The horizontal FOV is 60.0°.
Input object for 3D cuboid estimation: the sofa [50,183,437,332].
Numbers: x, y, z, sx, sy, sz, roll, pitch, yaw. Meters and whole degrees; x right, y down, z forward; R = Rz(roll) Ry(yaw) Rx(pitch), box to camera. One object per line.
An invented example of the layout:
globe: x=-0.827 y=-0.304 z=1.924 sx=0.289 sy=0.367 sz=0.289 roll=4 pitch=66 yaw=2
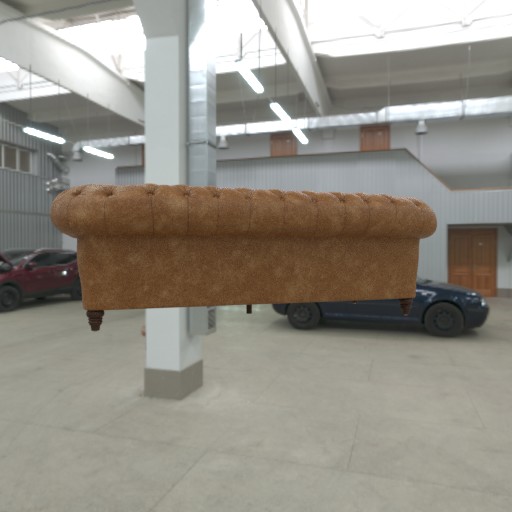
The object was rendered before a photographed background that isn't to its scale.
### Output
sofa: x=0.000 y=0.000 z=2.760 sx=2.365 sy=0.760 sz=0.989 roll=0 pitch=1 yaw=-18
